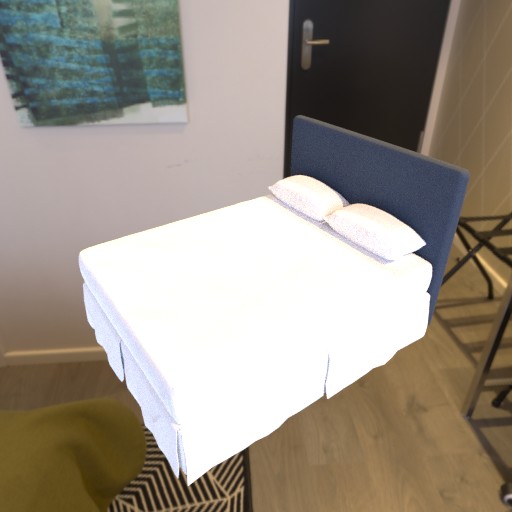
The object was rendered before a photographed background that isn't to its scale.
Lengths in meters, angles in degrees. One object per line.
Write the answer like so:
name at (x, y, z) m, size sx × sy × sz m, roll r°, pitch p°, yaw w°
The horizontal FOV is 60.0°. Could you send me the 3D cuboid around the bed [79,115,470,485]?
bed at (0.000, 0.000, 3.118) m, size 2.162 × 1.330 × 1.713 m, roll -20°, pitch 37°, yaw -29°
